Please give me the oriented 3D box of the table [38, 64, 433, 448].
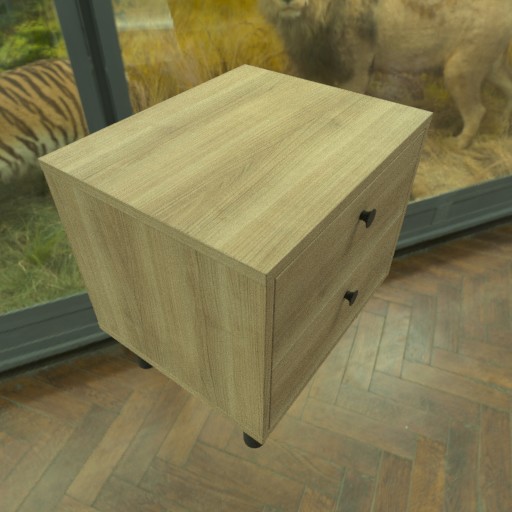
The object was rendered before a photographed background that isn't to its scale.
[{"bbox_3d":[0.000,0.000,0.781,0.380,0.460,0.445,26,48,26],"label":"table"}]
